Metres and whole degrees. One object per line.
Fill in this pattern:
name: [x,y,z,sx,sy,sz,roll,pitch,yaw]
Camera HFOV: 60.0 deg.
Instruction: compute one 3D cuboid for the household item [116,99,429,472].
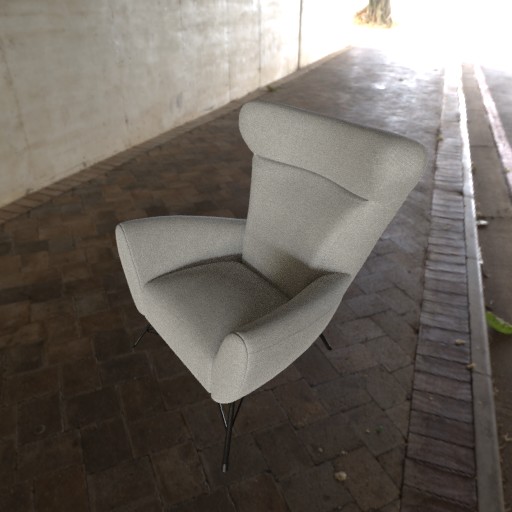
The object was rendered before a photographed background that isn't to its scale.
household item: [0.000,0.000,1.802,0.900,1.050,0.980,-20,36,-31]
